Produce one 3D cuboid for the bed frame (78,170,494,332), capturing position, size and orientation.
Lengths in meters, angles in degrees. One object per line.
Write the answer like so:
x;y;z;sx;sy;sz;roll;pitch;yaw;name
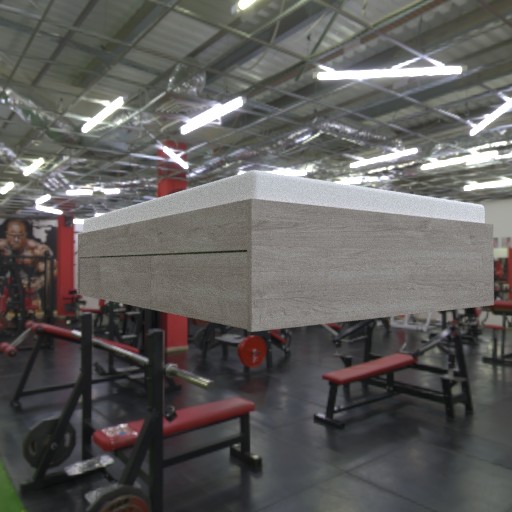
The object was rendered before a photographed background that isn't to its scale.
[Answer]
0.000;0.000;2.519;1.448;0.490;1.944;1;-1;-36;bed frame
